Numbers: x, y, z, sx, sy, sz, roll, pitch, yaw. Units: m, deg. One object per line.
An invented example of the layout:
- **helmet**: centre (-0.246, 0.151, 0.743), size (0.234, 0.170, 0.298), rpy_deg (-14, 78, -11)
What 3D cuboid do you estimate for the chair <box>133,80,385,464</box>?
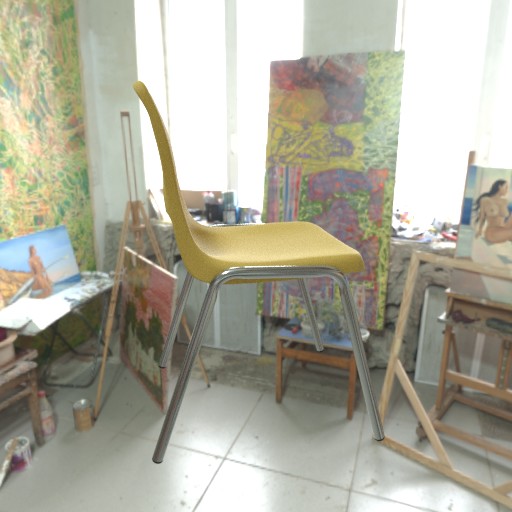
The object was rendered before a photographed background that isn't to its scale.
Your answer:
- **chair**: centre (0.000, 0.000, 0.901), size (0.436, 0.653, 0.381), rpy_deg (-3, 16, -10)
